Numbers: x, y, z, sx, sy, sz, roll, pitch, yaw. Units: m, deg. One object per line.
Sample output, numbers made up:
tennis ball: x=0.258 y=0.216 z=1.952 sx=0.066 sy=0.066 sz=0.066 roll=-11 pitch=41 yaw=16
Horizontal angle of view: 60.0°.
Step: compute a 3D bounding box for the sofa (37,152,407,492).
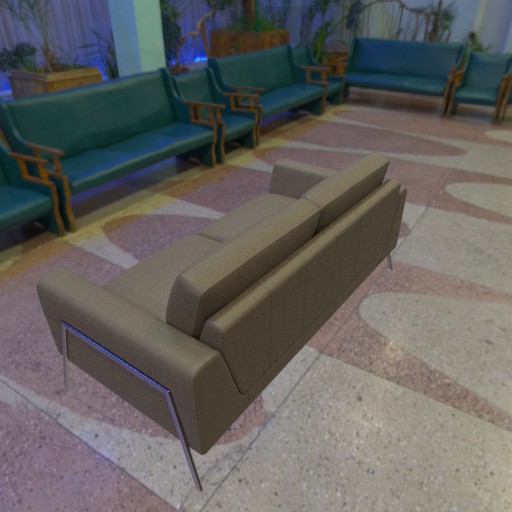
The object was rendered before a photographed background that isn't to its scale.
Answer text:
sofa: x=0.000 y=0.000 z=2.466 sx=0.953 sy=0.875 sz=2.017 roll=21 pitch=37 yaw=30
